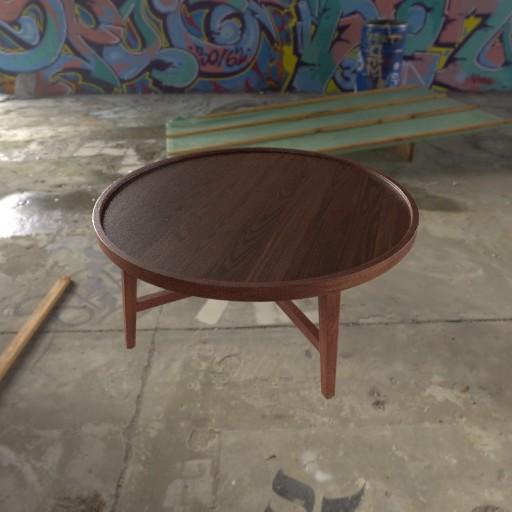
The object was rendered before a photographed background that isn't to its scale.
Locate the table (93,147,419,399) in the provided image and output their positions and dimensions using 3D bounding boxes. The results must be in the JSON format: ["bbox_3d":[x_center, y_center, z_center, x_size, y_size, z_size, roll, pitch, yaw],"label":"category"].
[{"bbox_3d":[0.000,0.000,1.231,0.800,0.360,0.800,0,32,0],"label":"table"}]
